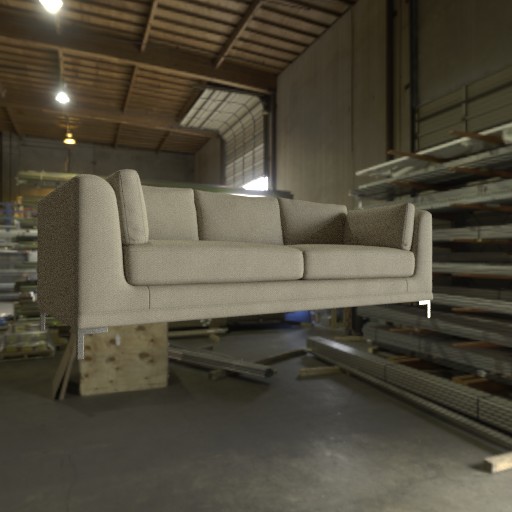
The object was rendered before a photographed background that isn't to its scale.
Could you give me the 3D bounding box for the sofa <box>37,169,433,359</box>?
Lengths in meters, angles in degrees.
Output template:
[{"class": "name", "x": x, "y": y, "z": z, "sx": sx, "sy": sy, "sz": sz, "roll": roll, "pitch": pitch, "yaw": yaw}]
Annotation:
[{"class": "sofa", "x": 0.000, "y": 0.000, "z": 2.853, "sx": 2.415, "sy": 0.867, "sz": 0.969, "roll": 0, "pitch": -1, "yaw": -35}]
